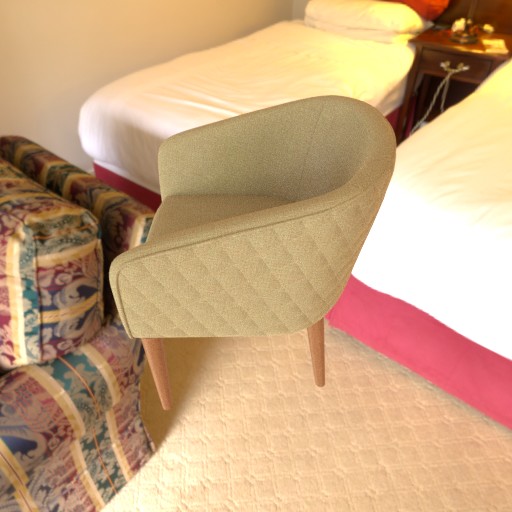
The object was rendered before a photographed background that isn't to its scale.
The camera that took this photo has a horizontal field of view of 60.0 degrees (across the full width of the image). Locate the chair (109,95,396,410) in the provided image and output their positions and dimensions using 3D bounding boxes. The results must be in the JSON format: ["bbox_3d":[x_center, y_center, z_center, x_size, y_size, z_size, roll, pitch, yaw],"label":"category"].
[{"bbox_3d":[0.000,0.000,1.238,0.616,0.775,0.584,1,40,1],"label":"chair"}]
